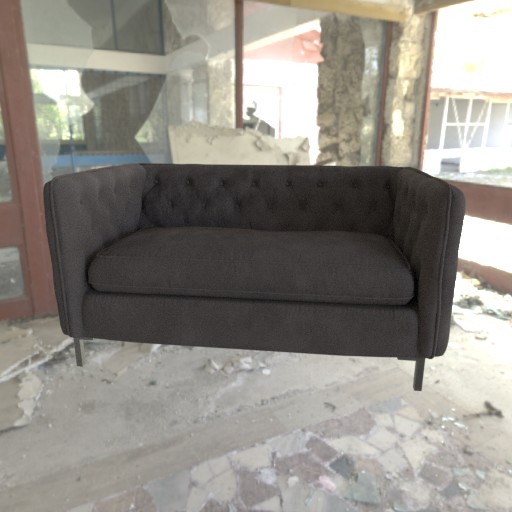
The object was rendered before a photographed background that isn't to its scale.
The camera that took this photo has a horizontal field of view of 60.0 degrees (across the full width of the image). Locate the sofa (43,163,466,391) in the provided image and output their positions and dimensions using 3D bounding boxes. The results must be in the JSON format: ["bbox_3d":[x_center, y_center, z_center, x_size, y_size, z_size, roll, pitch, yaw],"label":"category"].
[{"bbox_3d":[0.000,0.000,2.093,1.583,0.810,0.909,2,16,7],"label":"sofa"}]
